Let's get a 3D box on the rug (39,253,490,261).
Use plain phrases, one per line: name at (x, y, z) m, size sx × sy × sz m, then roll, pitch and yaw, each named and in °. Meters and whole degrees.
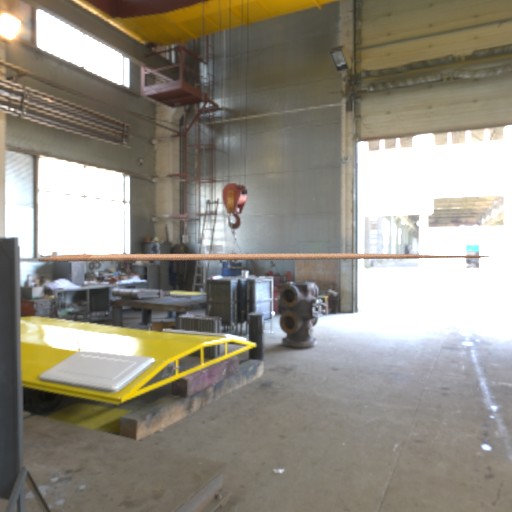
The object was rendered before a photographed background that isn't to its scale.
rug at (0.000, 0.000, 2.971) m, size 2.438 × 0.014 × 1.524 m, roll 0°, pitch 1°, yaw -19°
